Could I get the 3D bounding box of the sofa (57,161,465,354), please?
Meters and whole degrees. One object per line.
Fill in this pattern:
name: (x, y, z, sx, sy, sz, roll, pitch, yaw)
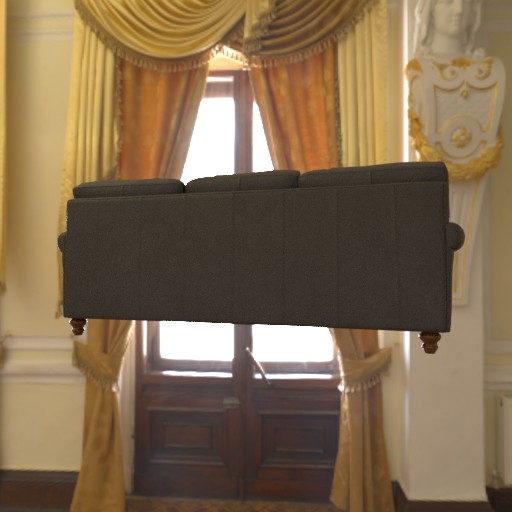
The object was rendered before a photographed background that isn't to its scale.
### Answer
sofa: (0.000, 0.000, 2.848, 2.387, 0.977, 0.974, 0, -1, 16)
